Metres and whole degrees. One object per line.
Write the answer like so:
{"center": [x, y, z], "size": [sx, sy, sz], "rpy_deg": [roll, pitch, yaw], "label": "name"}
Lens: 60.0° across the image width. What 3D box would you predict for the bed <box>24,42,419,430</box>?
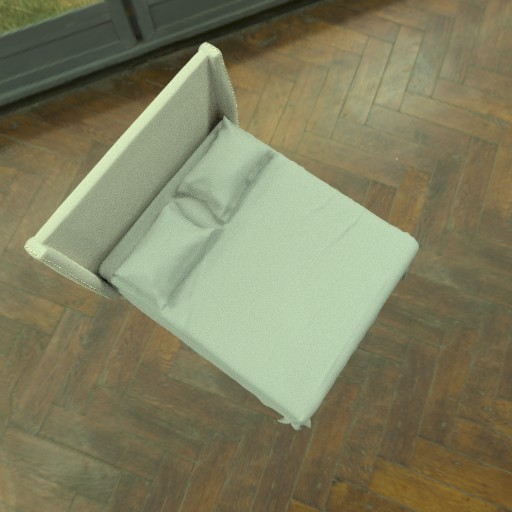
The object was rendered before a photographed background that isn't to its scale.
{"center": [0.000, 0.000, 3.434], "size": [2.276, 1.332, 1.925], "rpy_deg": [35, 78, 9], "label": "bed"}
